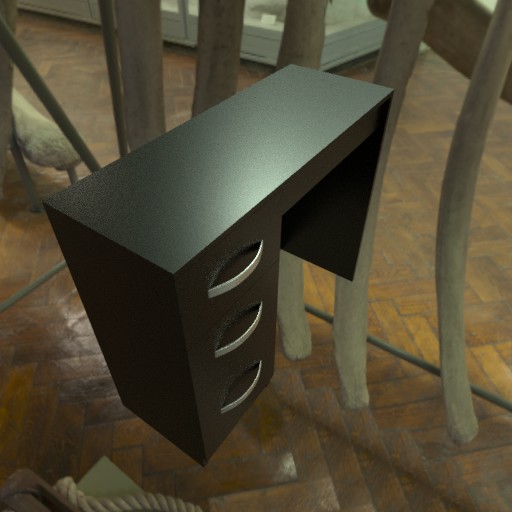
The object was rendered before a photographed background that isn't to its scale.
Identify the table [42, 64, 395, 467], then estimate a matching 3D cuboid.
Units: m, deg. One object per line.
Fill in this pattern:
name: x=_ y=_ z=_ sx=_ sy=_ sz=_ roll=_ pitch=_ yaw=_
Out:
table: x=0.000 y=0.000 z=1.342 sx=0.380 sy=0.790 sz=0.930 roll=26 pitch=48 yaw=25
